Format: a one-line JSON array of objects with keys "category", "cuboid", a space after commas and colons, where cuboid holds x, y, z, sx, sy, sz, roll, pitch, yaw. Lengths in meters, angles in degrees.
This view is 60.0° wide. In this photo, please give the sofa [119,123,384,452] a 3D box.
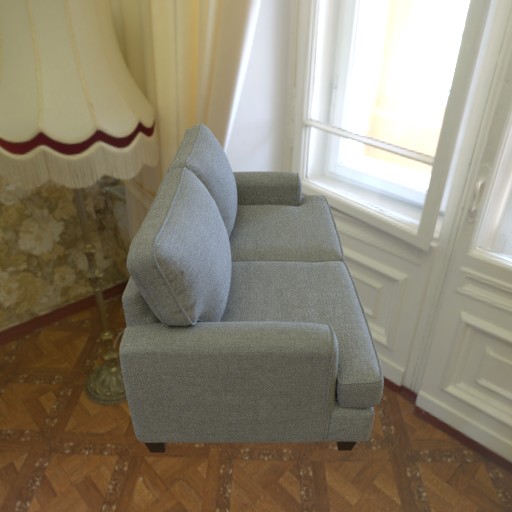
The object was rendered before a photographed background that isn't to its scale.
[{"category": "sofa", "cuboid": [0.000, 0.000, 2.237, 0.965, 0.965, 1.651, 0, 31, 0]}]
